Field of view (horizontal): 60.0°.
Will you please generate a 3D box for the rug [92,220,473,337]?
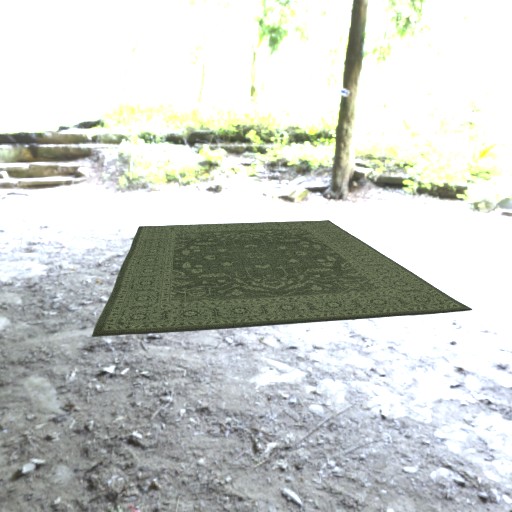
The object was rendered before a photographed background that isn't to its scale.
[{"bbox_3d":[0.000,0.000,4.223,2.451,0.026,3.069,-3,16,-9],"label":"rug"}]
